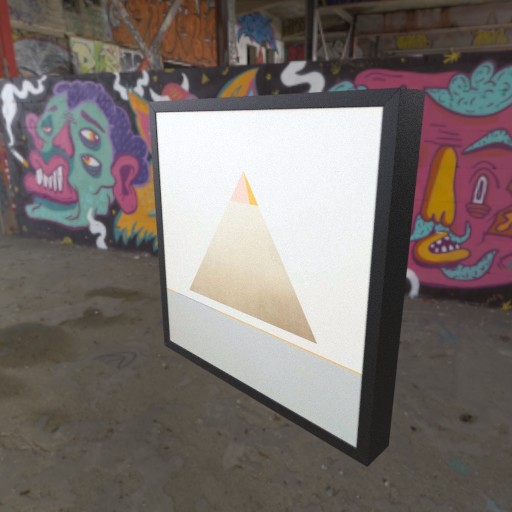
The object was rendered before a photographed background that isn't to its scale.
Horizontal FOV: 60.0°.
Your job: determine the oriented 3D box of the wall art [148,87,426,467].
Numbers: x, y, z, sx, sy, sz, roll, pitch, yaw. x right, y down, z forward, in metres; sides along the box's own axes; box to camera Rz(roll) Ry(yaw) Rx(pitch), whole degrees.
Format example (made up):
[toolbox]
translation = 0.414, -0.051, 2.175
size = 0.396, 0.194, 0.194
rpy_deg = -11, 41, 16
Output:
[wall art]
translation = 0.000, 0.000, 0.449
size = 0.304, 0.303, 0.037
rpy_deg = 16, 23, 43
